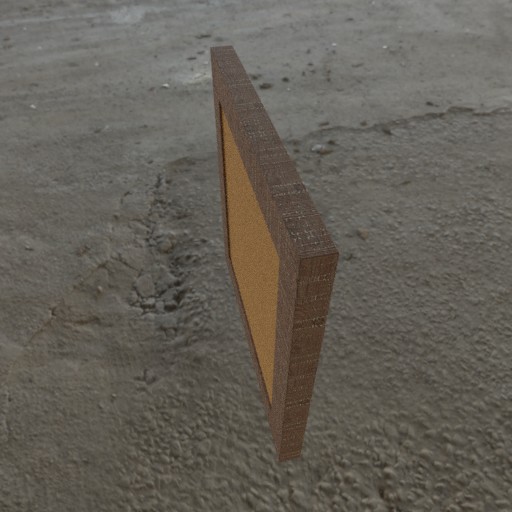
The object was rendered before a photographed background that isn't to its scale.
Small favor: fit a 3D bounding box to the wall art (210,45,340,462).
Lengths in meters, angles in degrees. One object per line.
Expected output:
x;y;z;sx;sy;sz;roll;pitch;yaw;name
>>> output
0.000;0.000;0.793;0.040;0.531;0.531;-10;47;-9;wall art
